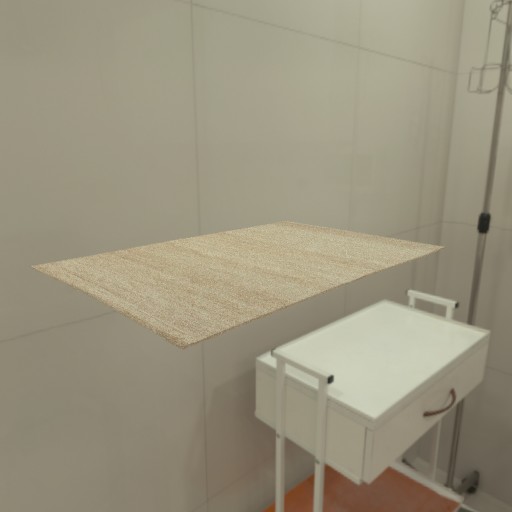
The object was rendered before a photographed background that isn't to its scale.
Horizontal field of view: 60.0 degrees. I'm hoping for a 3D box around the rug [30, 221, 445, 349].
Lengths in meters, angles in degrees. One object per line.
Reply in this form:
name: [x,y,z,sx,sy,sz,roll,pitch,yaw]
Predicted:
rug: [0.000,0.000,2.973,2.346,0.029,1.574,-14,20,-43]
